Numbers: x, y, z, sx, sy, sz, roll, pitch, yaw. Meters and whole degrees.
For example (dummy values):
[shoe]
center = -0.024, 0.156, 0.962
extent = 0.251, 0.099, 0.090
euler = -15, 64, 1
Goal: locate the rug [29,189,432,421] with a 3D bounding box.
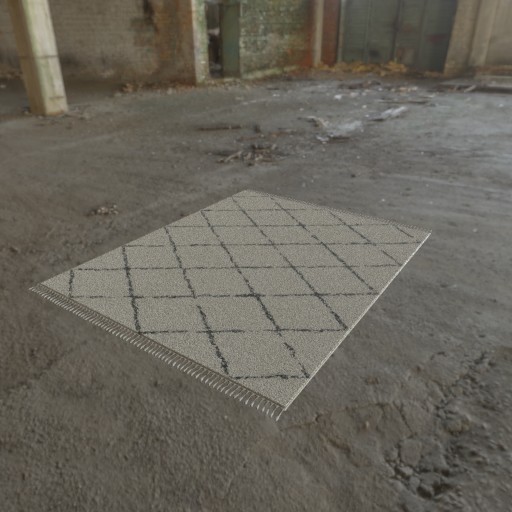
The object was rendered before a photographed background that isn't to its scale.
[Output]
[rug]
center = 0.000, 0.000, 4.096
extent = 2.380, 0.013, 3.051
euler = 18, 32, 30
